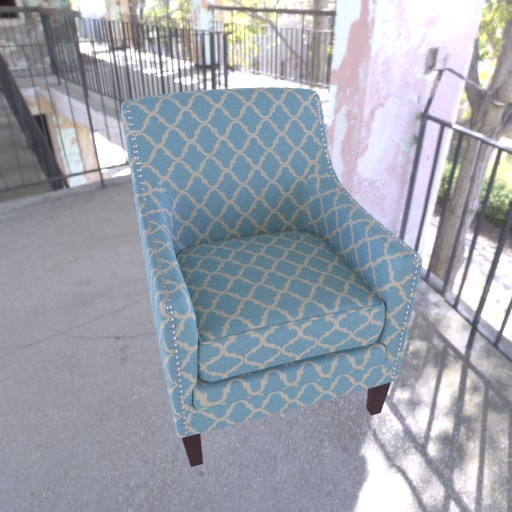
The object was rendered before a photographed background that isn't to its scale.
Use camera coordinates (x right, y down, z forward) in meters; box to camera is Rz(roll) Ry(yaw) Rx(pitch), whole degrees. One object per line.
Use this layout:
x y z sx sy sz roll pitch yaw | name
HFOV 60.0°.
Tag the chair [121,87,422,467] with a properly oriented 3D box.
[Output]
0.000 0.000 1.290 0.617 0.817 0.686 -9 32 -15 | chair
